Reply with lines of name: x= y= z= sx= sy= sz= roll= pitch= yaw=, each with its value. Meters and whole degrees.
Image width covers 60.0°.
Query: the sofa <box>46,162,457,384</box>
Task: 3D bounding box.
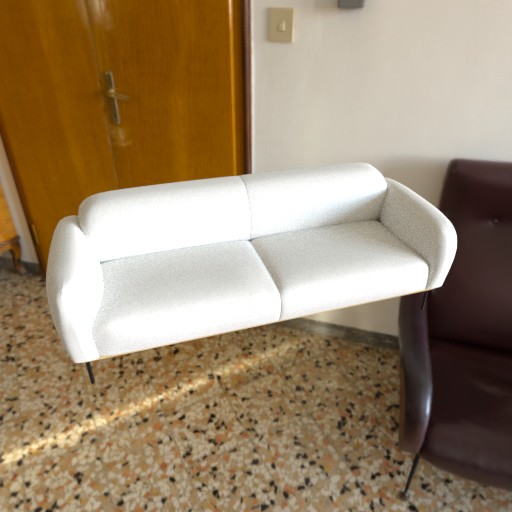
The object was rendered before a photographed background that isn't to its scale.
sofa: x=0.000 y=0.000 z=2.668 sx=2.257 sy=0.780 sz=0.880 roll=-9 pitch=33 yaw=-15
